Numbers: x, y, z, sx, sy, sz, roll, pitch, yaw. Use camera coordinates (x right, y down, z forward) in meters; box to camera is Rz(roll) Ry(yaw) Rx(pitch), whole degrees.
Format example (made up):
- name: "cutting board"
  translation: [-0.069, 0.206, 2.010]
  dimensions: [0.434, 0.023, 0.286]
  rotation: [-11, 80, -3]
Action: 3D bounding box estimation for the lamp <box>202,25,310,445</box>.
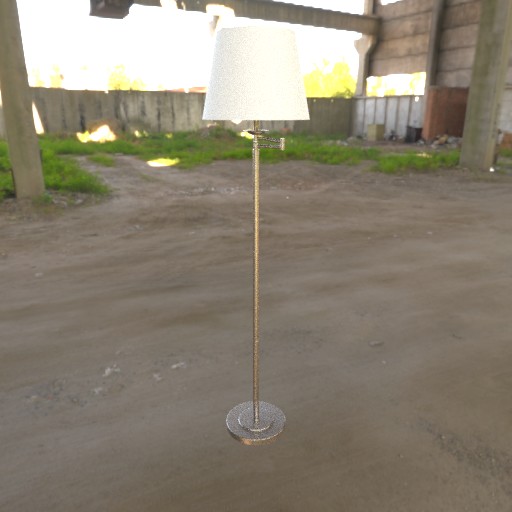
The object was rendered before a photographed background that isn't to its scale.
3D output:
- name: "lamp"
  translation: [0.000, 0.000, 1.619]
  dimensions: [0.355, 1.473, 0.355]
  rotation: [0, 18, 0]
